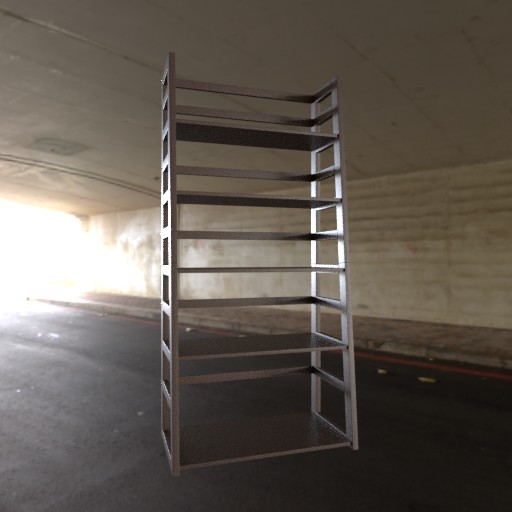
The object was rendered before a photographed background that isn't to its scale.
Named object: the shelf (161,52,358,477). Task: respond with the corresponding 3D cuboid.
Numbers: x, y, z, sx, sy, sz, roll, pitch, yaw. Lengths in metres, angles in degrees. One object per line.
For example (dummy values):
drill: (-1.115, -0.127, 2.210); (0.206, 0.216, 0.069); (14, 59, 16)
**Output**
shelf: (0.000, 0.000, 1.911); (0.763, 1.600, 0.403); (0, 0, -18)
